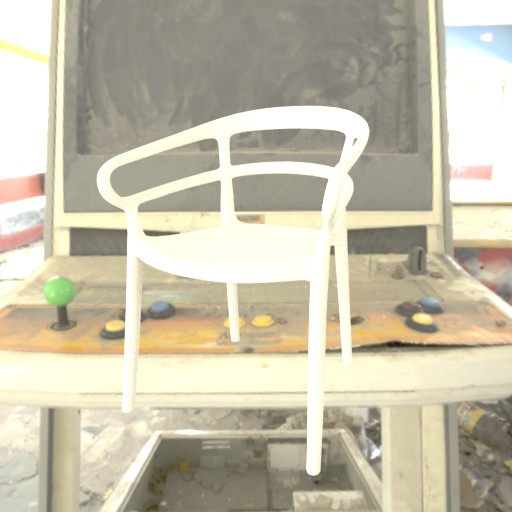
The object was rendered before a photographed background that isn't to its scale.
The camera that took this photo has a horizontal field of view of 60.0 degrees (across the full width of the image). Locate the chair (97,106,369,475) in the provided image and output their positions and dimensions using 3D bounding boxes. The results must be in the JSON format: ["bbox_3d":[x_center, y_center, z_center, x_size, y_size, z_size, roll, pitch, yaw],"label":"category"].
[{"bbox_3d":[0.000,0.000,1.133,0.559,0.761,0.527,7,16,25],"label":"chair"}]
